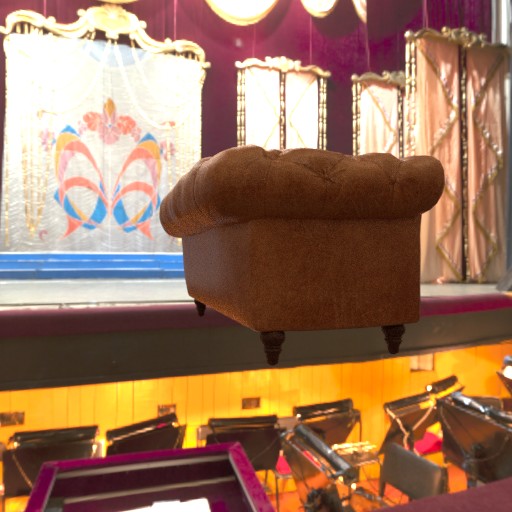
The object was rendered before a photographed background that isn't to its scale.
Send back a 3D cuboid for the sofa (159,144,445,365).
[{"bbox_3d":[0.000,0.000,2.572,1.042,0.877,1.979,0,0,-18],"label":"sofa"}]
